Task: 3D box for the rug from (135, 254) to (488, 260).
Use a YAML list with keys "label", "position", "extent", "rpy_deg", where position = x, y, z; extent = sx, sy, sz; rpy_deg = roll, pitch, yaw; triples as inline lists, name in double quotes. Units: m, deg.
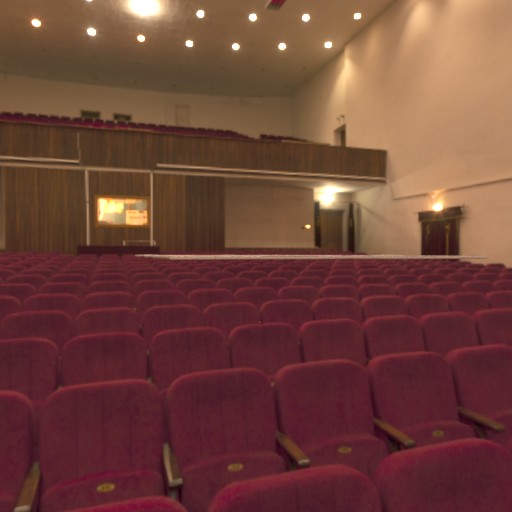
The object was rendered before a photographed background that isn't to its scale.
- label: "rug"
  position: [0.000, 0.000, 1.053]
  extent: [0.515, 0.007, 0.867]
  rpy_deg: [0, 0, -18]
